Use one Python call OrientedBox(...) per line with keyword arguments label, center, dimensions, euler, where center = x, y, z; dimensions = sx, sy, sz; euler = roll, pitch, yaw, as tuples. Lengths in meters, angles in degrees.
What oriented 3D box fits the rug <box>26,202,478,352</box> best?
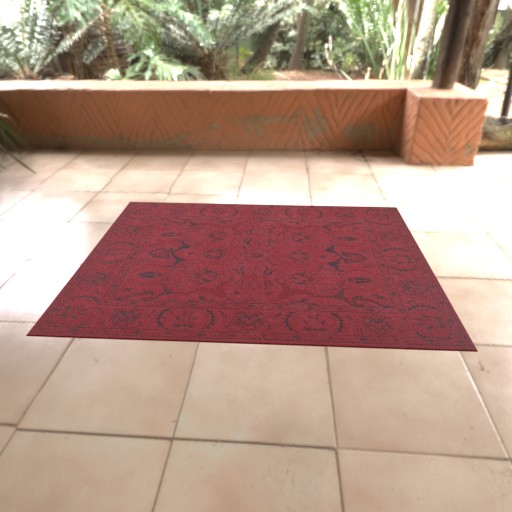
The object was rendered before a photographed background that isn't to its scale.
OrientedBox(label="rug", center=(0.000, 0.000, 3.864), dimensions=(2.929, 0.012, 2.300), euler=(1, 30, 3))
